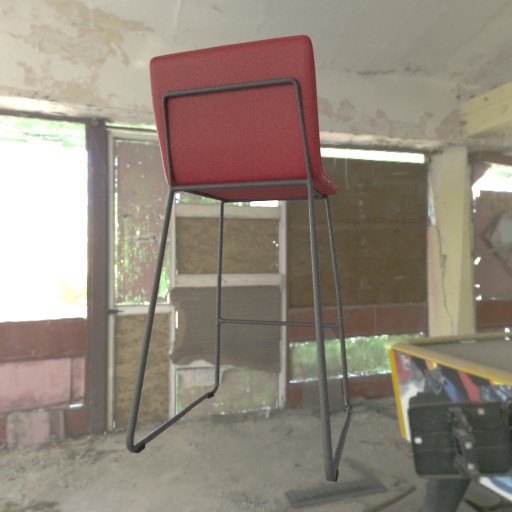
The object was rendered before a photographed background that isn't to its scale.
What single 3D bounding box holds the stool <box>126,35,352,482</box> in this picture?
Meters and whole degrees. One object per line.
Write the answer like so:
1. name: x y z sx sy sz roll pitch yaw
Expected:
1. stool: 0.000 0.000 1.208 0.489 0.937 0.524 0 0 17
